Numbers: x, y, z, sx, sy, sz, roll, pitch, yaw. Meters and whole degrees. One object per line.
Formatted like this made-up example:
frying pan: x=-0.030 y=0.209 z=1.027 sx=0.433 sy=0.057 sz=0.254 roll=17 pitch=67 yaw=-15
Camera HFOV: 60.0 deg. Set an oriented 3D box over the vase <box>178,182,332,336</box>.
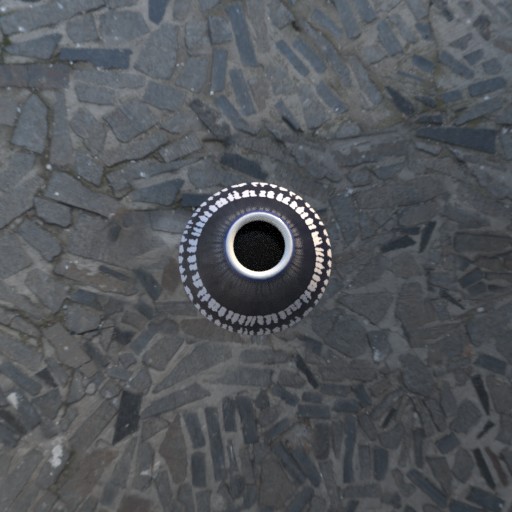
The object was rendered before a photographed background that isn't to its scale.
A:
vase: x=0.000 y=0.000 z=0.387 sx=0.159 sy=0.295 sz=0.159 roll=0 pitch=88 yaw=-1
